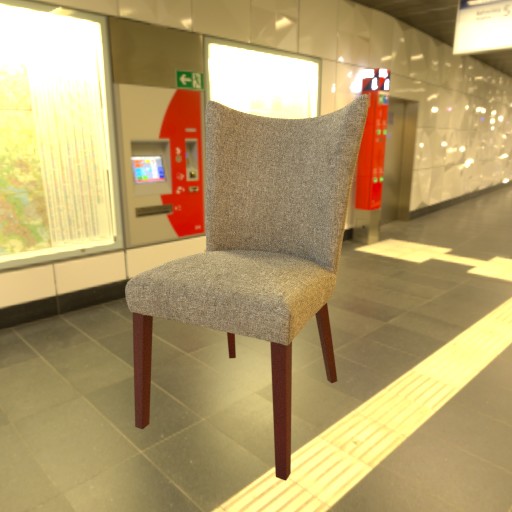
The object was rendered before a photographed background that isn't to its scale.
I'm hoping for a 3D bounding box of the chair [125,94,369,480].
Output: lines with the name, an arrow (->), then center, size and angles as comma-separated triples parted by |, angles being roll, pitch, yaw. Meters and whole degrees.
chair -> 0.000, 0.000, 1.319 | 0.535, 0.924, 0.623 | 7, 16, 26
